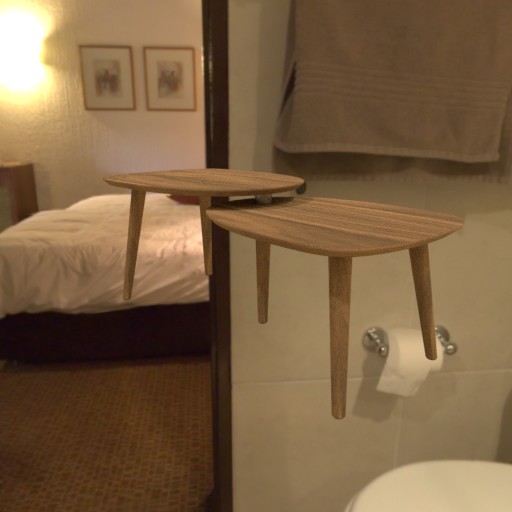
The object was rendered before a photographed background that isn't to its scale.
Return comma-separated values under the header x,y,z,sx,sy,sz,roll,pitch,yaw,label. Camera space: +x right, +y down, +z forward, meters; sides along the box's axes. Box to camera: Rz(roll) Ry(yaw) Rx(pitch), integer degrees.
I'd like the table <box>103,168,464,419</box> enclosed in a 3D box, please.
x,y,z,sx,sy,sz,roll,pitch,yaw,label
0.000,0.000,1.322,0.527,0.429,1.084,-14,21,-41,table
